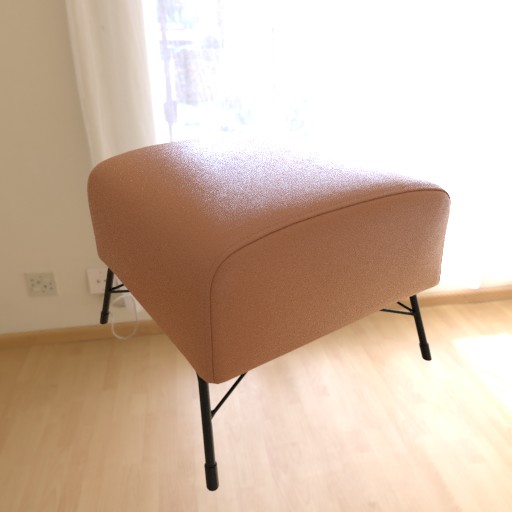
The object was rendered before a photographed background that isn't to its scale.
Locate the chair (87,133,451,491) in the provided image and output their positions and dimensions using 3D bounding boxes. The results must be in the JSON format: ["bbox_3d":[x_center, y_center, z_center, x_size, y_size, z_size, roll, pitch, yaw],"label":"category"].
[{"bbox_3d":[0.000,0.000,0.888,0.530,0.410,0.530,-17,31,-31],"label":"chair"}]
